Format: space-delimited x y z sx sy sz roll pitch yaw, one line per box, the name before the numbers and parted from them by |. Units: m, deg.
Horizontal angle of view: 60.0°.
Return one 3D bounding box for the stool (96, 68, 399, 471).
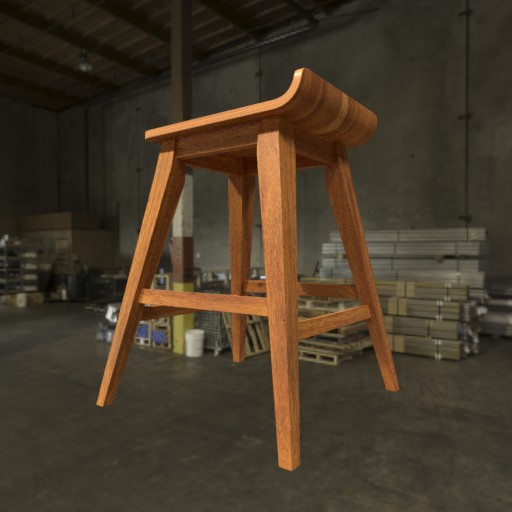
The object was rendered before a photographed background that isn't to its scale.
stool | 0.000 0.000 1.022 0.500 0.650 0.500 0 1 36
